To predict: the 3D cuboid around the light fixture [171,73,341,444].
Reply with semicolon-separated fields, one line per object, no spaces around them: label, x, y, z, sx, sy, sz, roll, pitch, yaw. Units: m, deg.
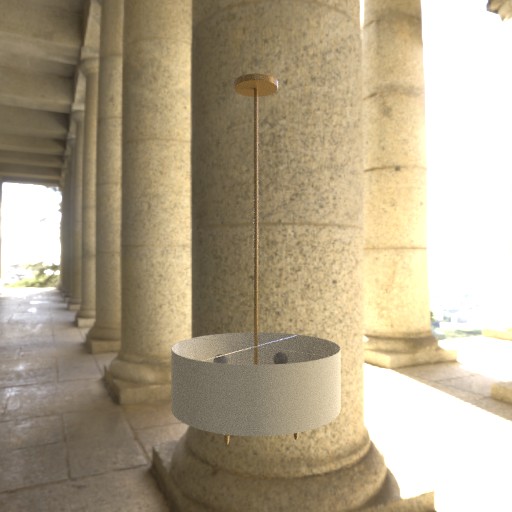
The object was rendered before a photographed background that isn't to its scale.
light fixture;0.000;0.000;1.358;0.508;1.067;0.508;0;-1;0
